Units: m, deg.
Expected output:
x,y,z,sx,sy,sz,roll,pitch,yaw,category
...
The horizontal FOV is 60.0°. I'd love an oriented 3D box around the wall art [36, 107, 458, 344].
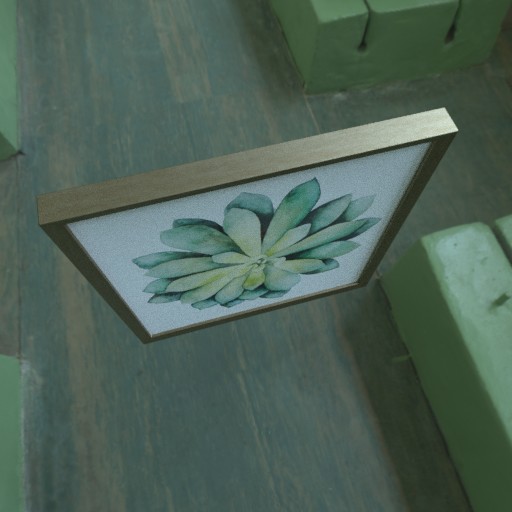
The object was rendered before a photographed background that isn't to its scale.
x,y,z,sx,sy,sz,roll,pitch,yaw,category
0.000,0.000,0.748,0.503,0.506,0.040,-14,65,-7,wall art
